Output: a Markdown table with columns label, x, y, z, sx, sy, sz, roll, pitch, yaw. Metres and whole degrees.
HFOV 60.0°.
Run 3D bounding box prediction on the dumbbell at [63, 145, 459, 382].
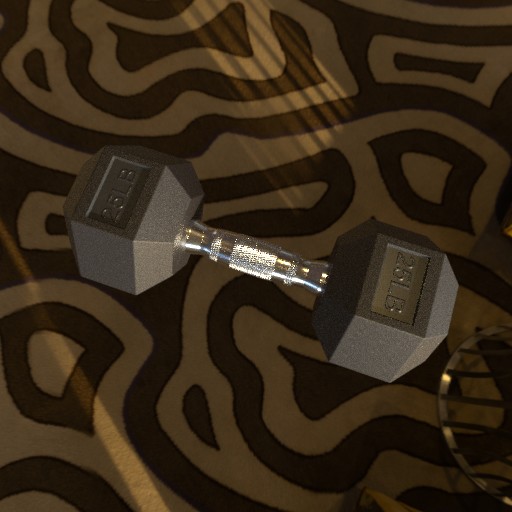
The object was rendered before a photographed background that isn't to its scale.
| label | x | y | z | sx | sy | sz | roll | pitch | yaw |
| --- | --- | --- | --- | --- | --- | --- | --- | --- | --- |
| dumbbell | 0.000 | 0.000 | 0.381 | 0.315 | 0.113 | 0.129 | 18 | 76 | 5 |
